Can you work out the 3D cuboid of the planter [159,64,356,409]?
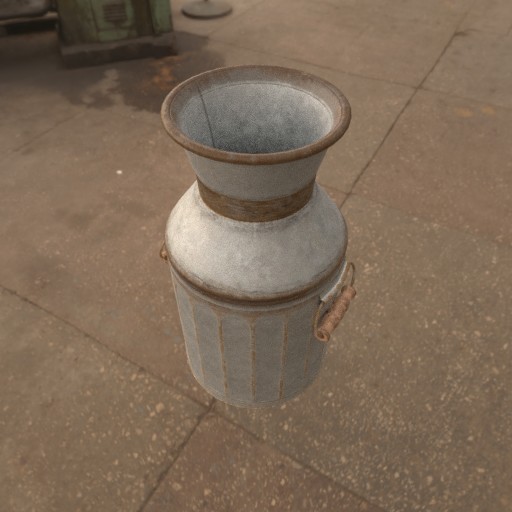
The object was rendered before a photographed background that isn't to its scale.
[{"bbox_3d":[0.000,0.000,0.541,0.245,0.396,0.214,24,51,21],"label":"planter"}]
